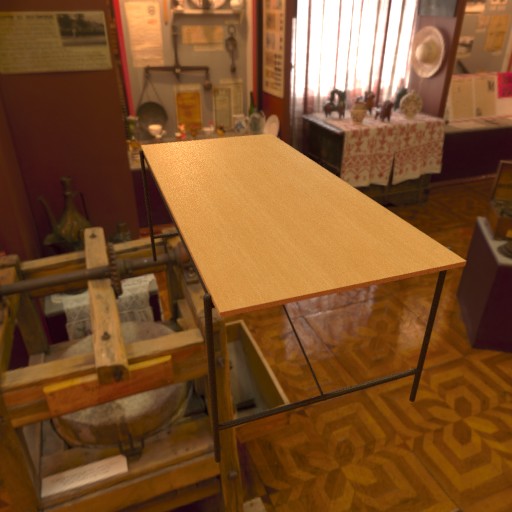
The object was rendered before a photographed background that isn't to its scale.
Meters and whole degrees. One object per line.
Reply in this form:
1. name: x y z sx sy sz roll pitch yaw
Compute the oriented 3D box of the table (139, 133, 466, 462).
1. table: 0.000 0.000 2.280 0.900 0.758 1.800 -10 31 -17
